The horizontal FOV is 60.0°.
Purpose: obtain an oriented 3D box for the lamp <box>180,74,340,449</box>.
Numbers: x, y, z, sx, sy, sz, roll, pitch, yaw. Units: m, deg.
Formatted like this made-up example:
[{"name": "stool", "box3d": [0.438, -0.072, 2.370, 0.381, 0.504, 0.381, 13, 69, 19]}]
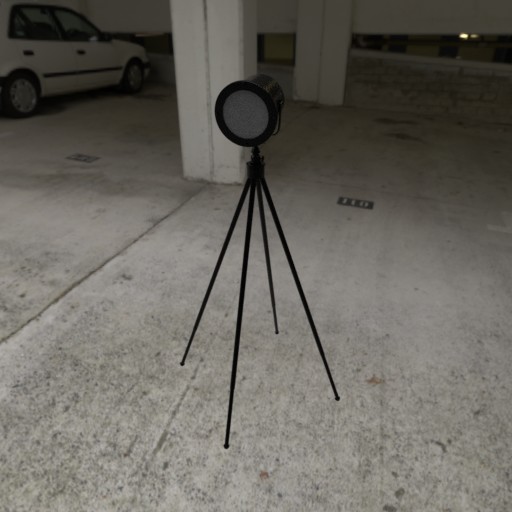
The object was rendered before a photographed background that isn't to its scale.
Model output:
[{"name": "lamp", "box3d": [0.000, 0.000, 1.986, 0.879, 1.504, 0.884, 8, 29, 15]}]
